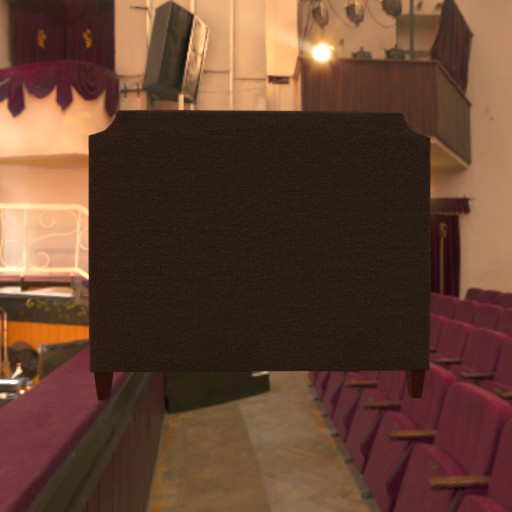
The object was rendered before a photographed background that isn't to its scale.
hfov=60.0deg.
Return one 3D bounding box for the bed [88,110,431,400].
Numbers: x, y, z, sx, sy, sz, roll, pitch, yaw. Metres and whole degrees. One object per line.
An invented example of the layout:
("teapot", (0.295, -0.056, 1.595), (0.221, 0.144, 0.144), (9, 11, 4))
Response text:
("bed", (0.000, 0.000, 3.346), (1.713, 1.443, 2.372), (0, 0, -1))
